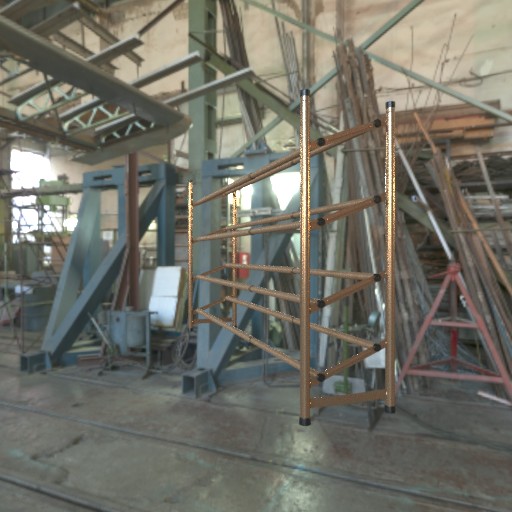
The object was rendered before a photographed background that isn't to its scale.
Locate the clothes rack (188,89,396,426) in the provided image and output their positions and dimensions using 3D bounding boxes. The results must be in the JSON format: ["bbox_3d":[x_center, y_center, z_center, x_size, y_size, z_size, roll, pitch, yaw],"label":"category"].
[{"bbox_3d":[0.000,0.000,1.464,0.229,0.672,1.168,0,0,-20],"label":"clothes rack"}]
